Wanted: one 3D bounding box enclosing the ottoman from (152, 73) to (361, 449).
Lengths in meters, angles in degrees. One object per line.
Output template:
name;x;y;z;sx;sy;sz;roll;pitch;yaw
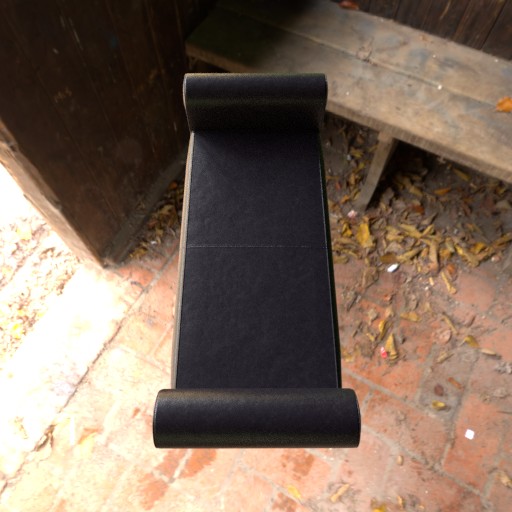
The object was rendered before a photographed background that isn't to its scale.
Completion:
ottoman;0.000;0.000;1.556;0.521;0.547;1.256;0;64;0
